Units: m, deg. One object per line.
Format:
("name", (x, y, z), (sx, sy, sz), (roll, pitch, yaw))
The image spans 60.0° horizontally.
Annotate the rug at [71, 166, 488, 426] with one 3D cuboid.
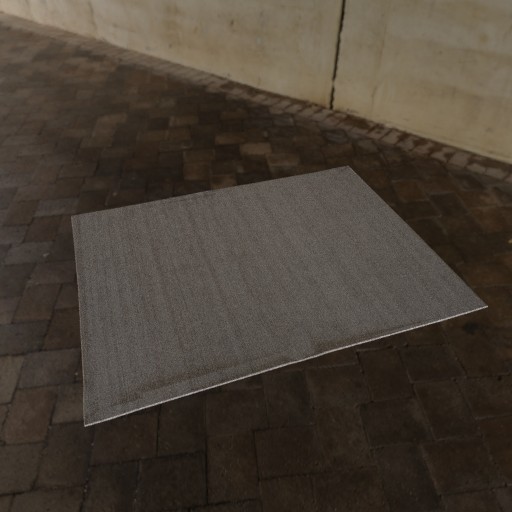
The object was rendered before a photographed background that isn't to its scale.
("rug", (0.000, 0.000, 4.837), (3.778, 0.053, 2.873), (-13, 42, -14))
